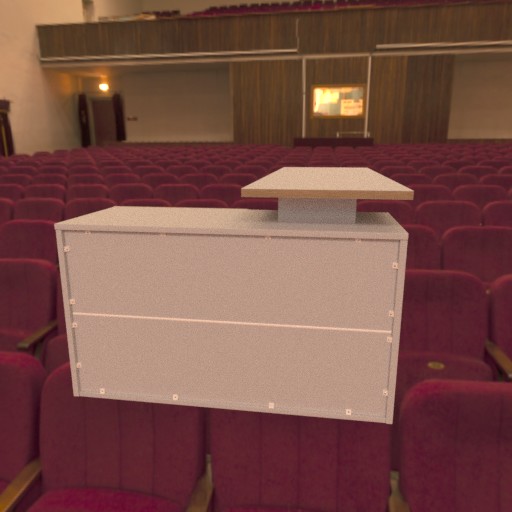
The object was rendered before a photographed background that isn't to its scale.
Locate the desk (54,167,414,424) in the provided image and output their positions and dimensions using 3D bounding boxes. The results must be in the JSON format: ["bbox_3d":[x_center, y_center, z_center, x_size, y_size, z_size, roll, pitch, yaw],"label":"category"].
[{"bbox_3d":[0.000,0.000,2.072,1.098,0.755,1.404,2,14,8],"label":"desk"}]
